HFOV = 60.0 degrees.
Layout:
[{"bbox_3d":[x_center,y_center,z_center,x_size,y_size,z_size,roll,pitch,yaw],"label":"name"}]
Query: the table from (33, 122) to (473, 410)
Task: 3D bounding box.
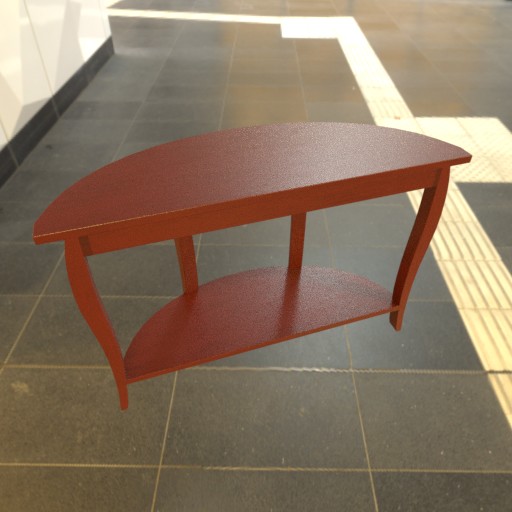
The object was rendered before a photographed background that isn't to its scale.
[{"bbox_3d":[0.000,0.000,1.563,1.219,0.779,0.405,-12,42,-14],"label":"table"}]
